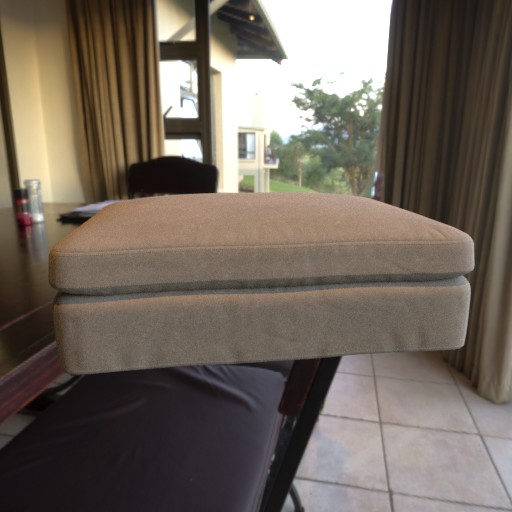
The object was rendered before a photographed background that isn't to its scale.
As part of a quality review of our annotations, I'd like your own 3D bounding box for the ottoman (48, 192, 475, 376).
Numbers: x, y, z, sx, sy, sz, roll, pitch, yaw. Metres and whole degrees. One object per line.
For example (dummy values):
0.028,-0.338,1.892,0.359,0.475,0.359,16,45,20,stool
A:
0.000,0.000,1.590,1.199,0.429,0.840,-2,15,-8,ottoman
